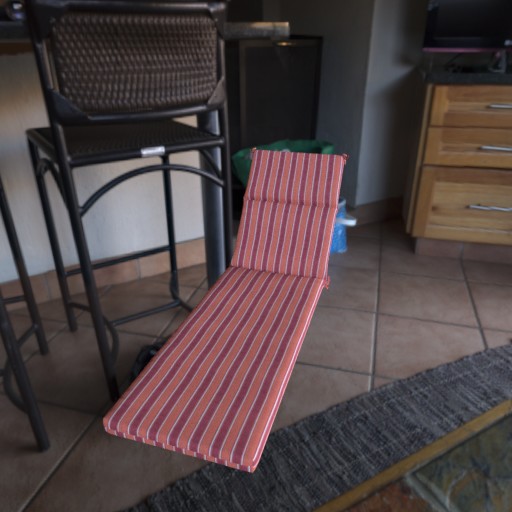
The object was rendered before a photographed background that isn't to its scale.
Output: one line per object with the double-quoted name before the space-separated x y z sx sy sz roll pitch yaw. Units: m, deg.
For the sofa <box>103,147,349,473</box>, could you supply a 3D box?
"sofa" 0.000 0.000 1.952 0.582 0.622 1.663 8 26 16
